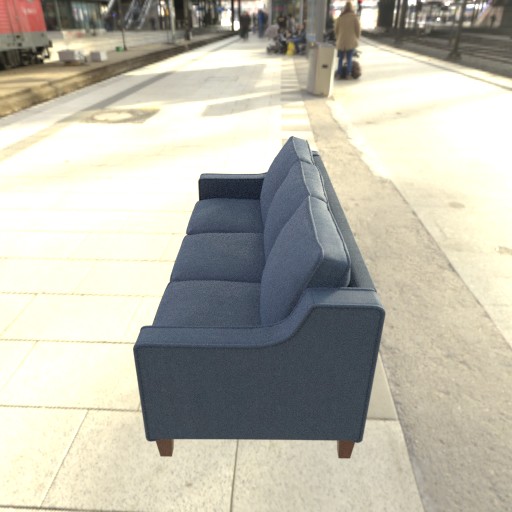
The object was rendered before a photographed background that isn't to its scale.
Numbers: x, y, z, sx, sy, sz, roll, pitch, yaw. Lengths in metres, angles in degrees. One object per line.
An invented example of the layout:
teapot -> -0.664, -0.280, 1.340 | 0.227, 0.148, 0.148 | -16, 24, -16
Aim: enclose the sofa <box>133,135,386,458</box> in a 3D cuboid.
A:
sofa -> 0.000, 0.000, 2.539 | 0.911, 0.974, 1.986 | 0, 28, 1
